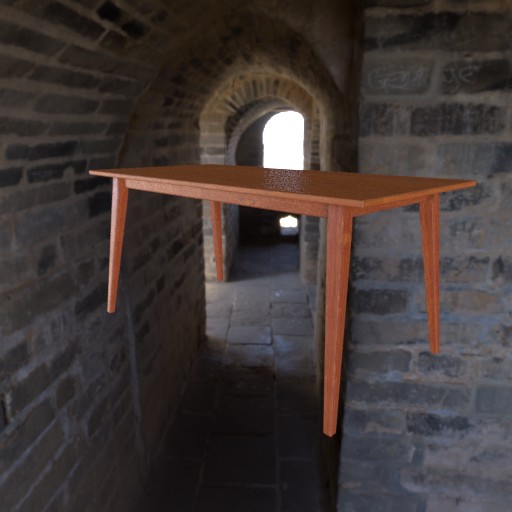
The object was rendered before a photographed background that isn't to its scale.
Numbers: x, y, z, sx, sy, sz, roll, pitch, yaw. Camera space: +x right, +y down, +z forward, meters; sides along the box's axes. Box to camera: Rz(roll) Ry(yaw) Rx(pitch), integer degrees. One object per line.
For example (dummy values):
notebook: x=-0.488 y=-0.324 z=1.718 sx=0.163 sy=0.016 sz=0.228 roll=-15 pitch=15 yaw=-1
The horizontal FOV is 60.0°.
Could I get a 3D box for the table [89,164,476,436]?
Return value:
table: x=0.000 y=0.000 z=2.087 sx=0.811 sy=0.755 sz=1.609 roll=-14 pitch=21 yaw=-43
